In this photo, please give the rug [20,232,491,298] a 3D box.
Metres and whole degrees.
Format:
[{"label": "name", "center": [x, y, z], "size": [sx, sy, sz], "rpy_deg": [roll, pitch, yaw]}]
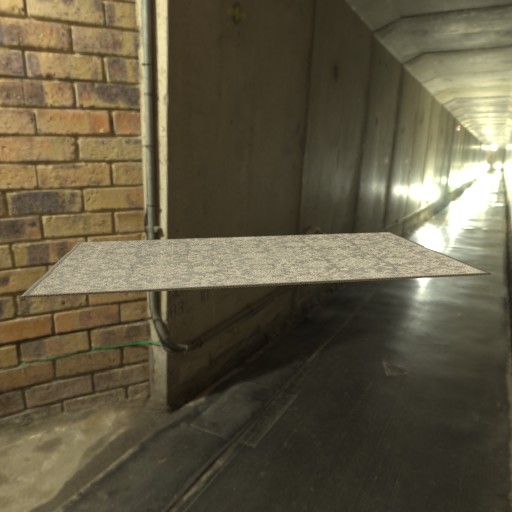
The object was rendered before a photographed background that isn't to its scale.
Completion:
[{"label": "rug", "center": [0.000, 0.000, 3.566], "size": [3.048, 0.011, 1.546], "rpy_deg": [-2, 14, -9]}]
